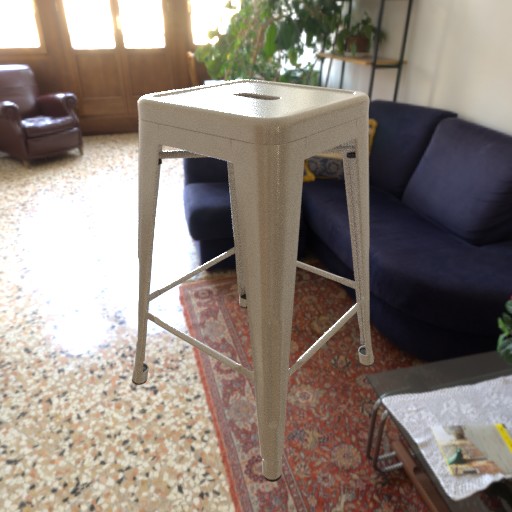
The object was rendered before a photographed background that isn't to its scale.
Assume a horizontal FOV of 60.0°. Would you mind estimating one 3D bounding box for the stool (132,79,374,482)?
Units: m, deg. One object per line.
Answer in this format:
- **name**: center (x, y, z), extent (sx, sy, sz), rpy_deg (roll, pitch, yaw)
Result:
- **stool**: center (0.000, 0.000, 0.878), extent (0.406, 0.610, 0.406), rpy_deg (21, 35, 33)
